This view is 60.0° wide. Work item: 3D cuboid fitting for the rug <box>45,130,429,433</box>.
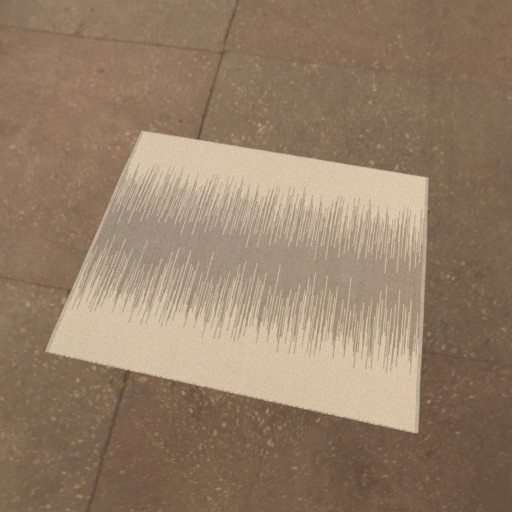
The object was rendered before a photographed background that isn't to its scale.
[{"bbox_3d":[0.000,0.000,4.041,3.037,0.010,2.453,11,63,5],"label":"rug"}]
